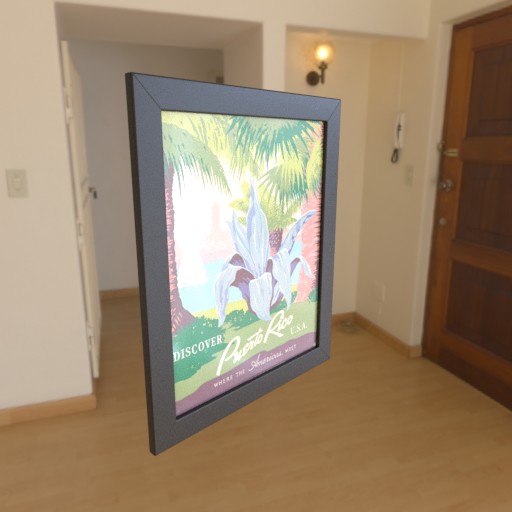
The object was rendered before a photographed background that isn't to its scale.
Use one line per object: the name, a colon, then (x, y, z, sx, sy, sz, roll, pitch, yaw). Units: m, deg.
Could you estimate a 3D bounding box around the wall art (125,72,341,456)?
wall art: (0.000, 0.000, 0.819, 0.018, 0.582, 0.481, 13, 19, 43)
